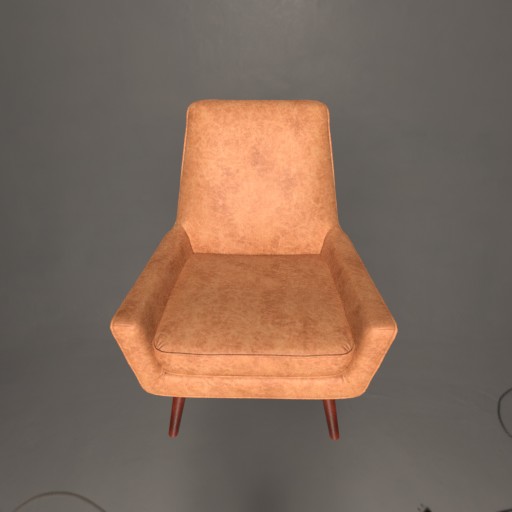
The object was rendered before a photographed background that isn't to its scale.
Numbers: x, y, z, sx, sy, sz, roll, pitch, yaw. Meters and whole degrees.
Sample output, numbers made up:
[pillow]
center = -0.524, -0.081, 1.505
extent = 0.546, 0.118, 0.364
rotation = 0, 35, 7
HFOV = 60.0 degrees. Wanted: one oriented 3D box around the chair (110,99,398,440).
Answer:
[chair]
center = 0.000, 0.000, 1.507
extent = 0.753, 0.883, 0.851
rotation = 1, 31, 1
